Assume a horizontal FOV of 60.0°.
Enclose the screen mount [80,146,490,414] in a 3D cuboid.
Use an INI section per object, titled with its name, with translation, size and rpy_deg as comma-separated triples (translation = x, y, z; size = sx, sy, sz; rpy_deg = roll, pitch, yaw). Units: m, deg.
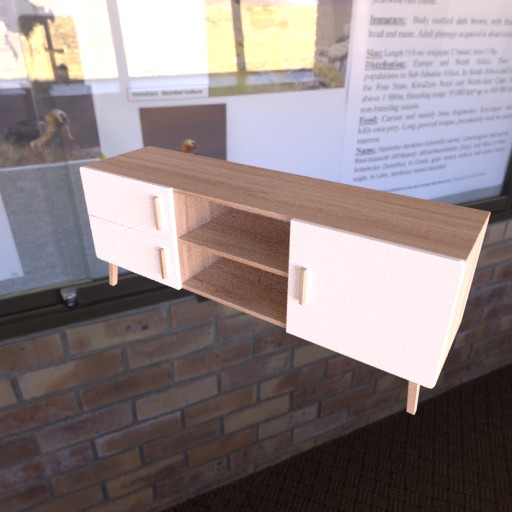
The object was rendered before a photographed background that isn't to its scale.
[screen mount]
translation = 0.000, 0.000, 1.744
size = 1.500, 0.570, 0.420
rpy_deg = 17, 33, 29
